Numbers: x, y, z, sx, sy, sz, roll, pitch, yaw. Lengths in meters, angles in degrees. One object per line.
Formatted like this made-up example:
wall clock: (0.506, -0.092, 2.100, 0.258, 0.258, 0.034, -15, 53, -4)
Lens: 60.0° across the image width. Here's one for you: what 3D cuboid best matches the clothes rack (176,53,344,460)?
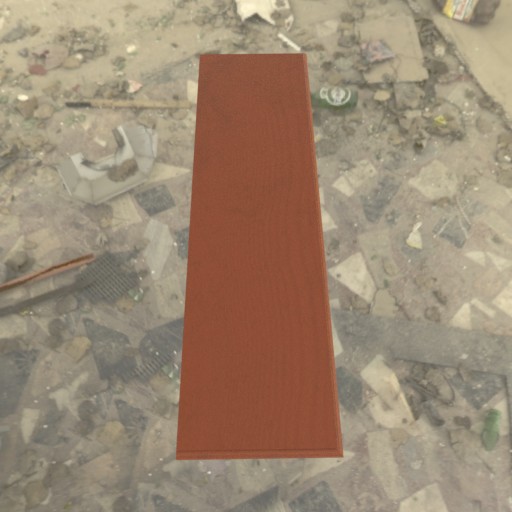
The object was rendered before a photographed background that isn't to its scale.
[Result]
clothes rack: (0.000, 0.000, 1.486, 0.362, 0.594, 1.251, -1, 64, 0)
